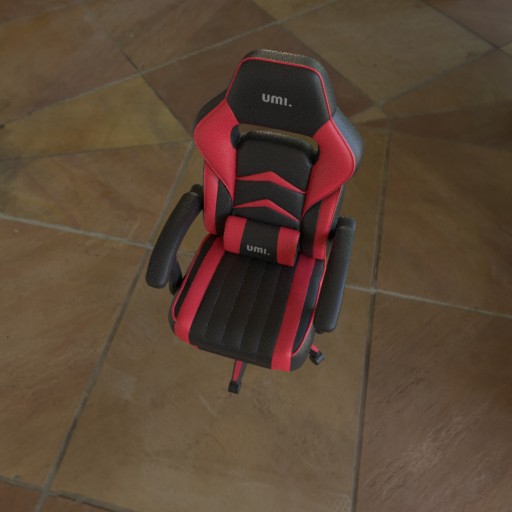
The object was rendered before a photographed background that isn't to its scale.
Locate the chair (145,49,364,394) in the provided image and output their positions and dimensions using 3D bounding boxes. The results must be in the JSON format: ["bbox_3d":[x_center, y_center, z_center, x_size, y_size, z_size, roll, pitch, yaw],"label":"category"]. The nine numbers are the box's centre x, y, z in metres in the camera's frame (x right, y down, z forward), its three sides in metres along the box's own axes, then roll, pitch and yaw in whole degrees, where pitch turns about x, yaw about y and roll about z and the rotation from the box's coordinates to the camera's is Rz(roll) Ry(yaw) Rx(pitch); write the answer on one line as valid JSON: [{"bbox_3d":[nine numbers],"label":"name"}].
[{"bbox_3d":[0.000,0.000,1.626,0.700,1.220,0.700,14,58,9],"label":"chair"}]
